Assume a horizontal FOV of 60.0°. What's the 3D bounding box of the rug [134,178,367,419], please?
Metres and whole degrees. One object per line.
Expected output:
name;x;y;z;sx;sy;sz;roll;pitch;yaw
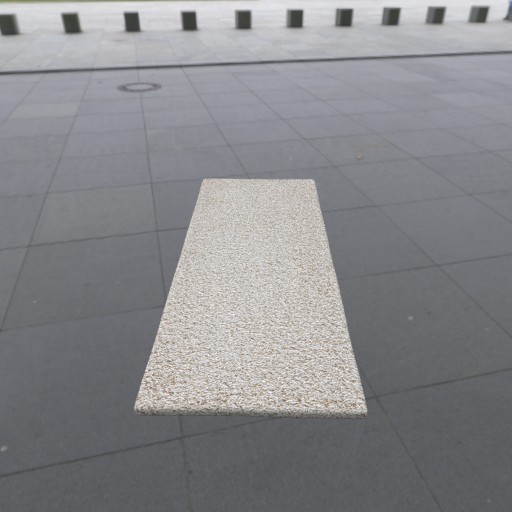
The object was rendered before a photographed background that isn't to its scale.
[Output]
rug;0.000;0.000;1.788;0.609;0.030;1.524;1;33;1
